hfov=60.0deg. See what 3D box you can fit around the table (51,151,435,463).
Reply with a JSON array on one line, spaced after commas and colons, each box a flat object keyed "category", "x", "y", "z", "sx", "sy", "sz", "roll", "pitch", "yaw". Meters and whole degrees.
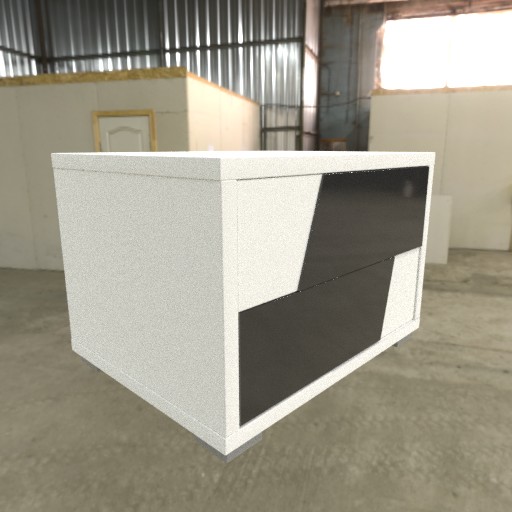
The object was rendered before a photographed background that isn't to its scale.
[{"category": "table", "x": 0.000, "y": 0.000, "z": 0.788, "sx": 0.399, "sy": 0.357, "sz": 0.517, "roll": 13, "pitch": 19, "yaw": 42}]
